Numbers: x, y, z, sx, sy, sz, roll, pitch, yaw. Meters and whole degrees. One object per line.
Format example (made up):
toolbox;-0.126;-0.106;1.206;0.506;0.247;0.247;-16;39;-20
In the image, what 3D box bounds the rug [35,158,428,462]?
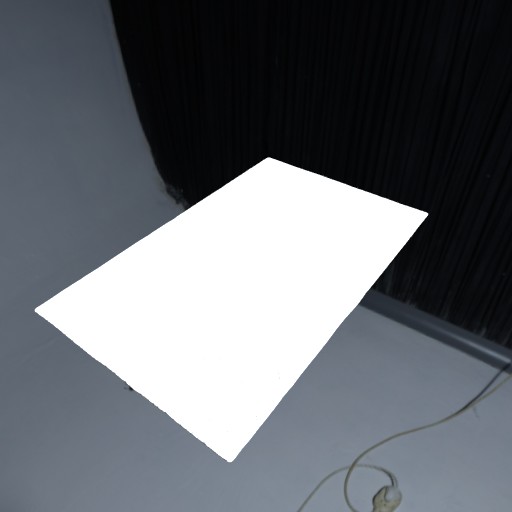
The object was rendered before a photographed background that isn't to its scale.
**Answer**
rug;0.000;0.000;3.072;1.546;0.010;2.442;26;46;27
